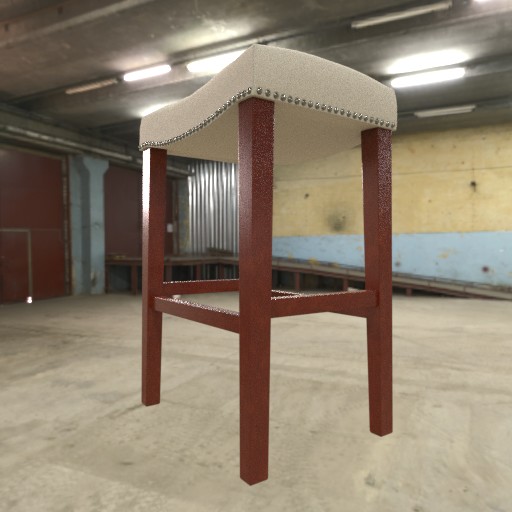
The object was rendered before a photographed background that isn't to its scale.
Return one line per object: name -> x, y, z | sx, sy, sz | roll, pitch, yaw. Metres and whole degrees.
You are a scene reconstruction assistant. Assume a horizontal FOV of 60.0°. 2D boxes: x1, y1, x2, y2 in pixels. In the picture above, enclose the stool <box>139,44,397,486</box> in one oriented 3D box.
stool -> 0.000, 0.000, 1.013 | 0.372, 0.742, 0.504 | -1, 1, -35
